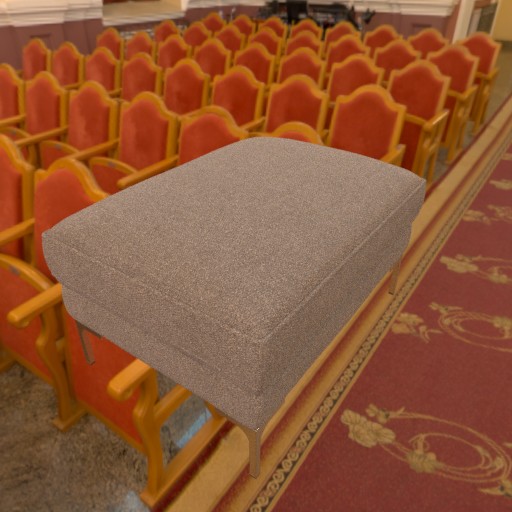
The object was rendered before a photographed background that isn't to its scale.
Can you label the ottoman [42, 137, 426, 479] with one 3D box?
[{"bbox_3d":[0.000,0.000,1.142,0.583,0.464,0.785,21,38,29],"label":"ottoman"}]
